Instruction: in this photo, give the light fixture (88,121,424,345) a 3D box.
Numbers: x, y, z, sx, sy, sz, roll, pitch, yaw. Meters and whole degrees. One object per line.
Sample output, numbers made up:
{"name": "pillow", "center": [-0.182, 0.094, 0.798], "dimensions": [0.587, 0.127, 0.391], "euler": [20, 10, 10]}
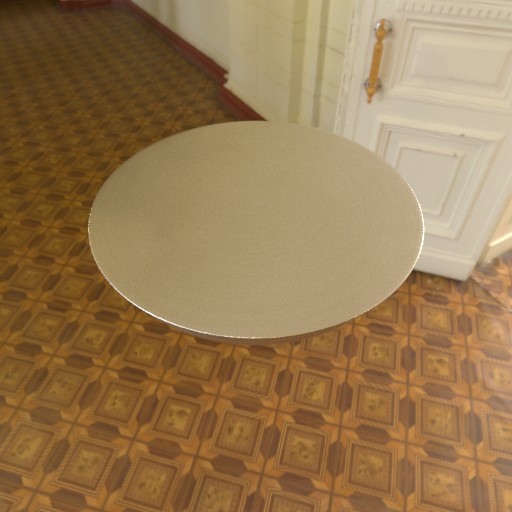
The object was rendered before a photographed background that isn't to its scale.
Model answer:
{"name": "light fixture", "center": [0.000, 0.000, 0.430], "dimensions": [0.280, 0.135, 0.280], "euler": [0, 45, 0]}
